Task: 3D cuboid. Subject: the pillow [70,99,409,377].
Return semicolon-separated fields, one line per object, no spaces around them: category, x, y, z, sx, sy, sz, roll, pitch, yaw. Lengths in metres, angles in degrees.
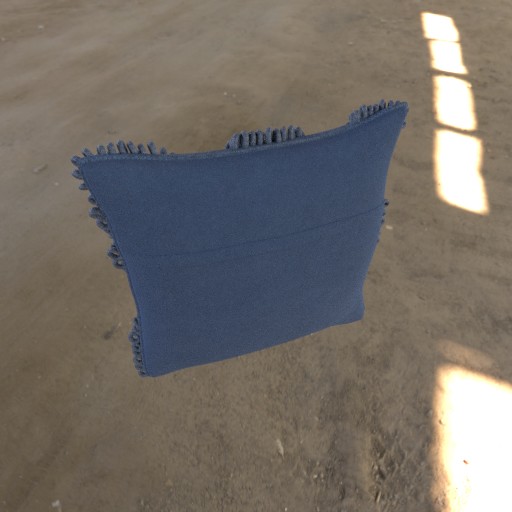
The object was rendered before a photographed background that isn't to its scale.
pillow;0.000;0.000;0.726;0.469;0.466;0.172;-13;44;-14
